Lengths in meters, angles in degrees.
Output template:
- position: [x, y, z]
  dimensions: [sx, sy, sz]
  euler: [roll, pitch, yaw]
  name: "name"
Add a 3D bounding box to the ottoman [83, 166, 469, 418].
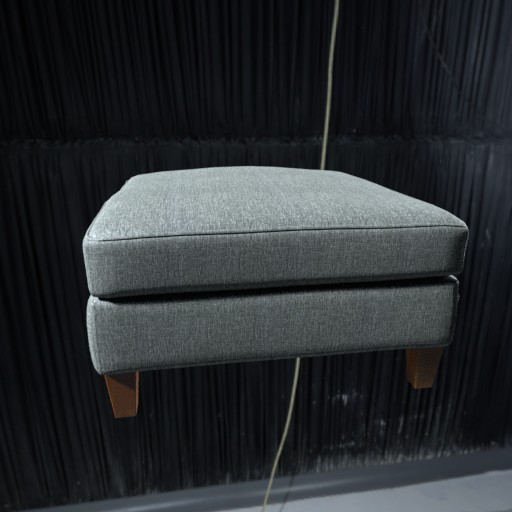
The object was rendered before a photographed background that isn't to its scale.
- position: [0.000, 0.000, 1.335]
  dimensions: [0.838, 0.481, 0.838]
  euler: [-3, 18, -9]
  name: "ottoman"
